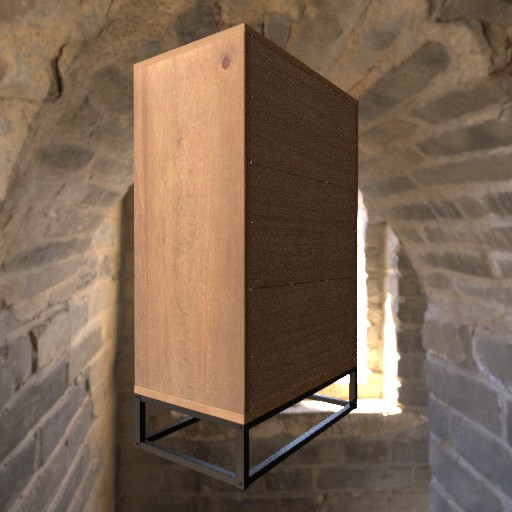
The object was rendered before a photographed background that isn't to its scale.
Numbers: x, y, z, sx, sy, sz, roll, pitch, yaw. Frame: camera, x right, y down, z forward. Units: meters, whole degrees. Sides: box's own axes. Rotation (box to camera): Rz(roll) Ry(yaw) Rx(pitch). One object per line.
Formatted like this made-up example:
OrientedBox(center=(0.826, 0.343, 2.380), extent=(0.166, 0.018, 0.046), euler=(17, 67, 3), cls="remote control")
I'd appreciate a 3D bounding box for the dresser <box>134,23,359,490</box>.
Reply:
OrientedBox(center=(0.000, 0.000, 1.618), extent=(0.479, 1.240, 0.761), euler=(1, 1, 36), cls="dresser")
